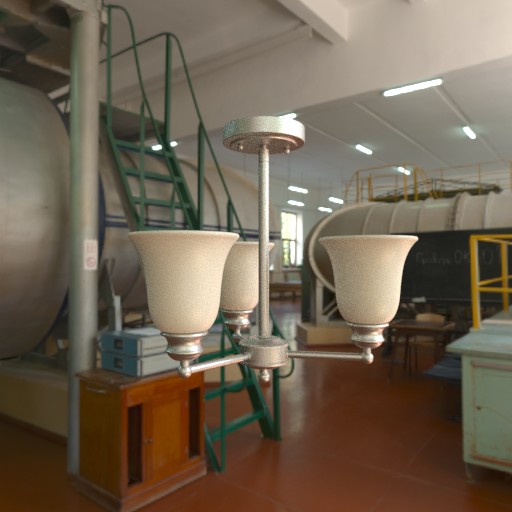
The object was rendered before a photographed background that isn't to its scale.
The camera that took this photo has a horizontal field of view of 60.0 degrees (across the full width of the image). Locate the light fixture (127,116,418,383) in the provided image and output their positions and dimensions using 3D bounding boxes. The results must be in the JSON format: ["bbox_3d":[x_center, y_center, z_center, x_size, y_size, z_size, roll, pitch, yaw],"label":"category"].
[{"bbox_3d":[0.000,0.000,0.683,0.388,0.370,0.354,0,-1,-18],"label":"light fixture"}]
